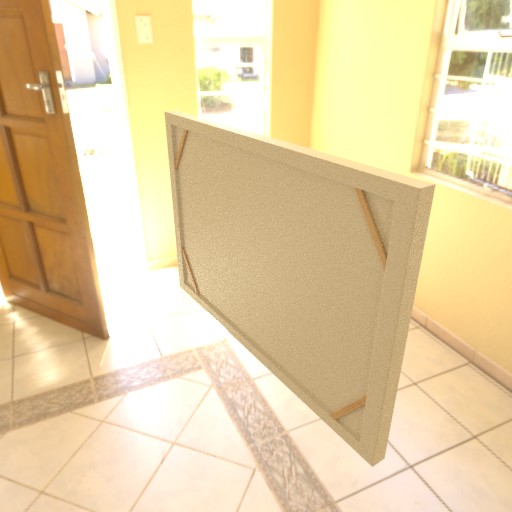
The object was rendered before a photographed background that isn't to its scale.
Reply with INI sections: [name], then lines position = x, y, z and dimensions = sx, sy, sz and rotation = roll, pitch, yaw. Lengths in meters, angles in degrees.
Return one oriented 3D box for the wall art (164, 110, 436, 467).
[wall art]
position = 0.000, 0.000, 1.143
dimensions = 0.038, 0.609, 0.914
rotation = -17, 31, -31
